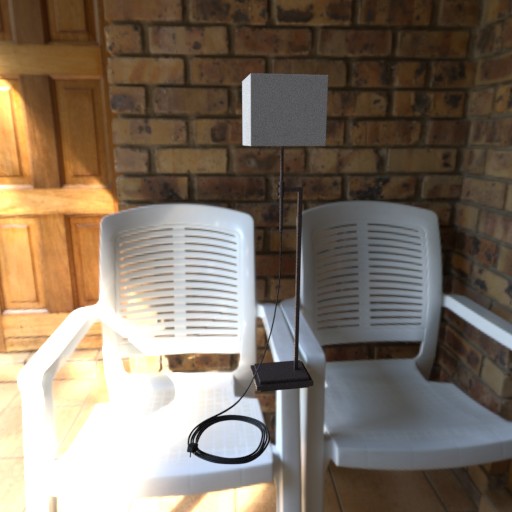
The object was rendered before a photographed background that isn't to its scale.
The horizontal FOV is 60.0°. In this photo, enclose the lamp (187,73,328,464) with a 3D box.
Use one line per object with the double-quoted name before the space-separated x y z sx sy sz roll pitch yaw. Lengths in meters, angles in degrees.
"lamp" 0.000 0.000 2.044 0.698 1.600 0.774 -2 15 -9
